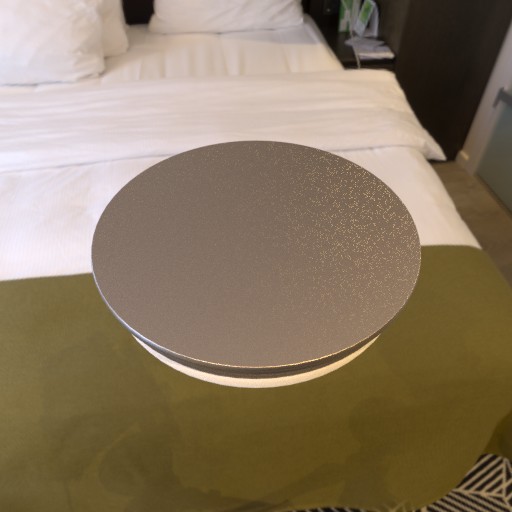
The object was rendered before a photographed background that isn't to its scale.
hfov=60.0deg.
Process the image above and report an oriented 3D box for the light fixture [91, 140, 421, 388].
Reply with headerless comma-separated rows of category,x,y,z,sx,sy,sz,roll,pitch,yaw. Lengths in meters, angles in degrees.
light fixture,0.000,0.000,0.543,0.368,0.100,0.368,0,46,0
